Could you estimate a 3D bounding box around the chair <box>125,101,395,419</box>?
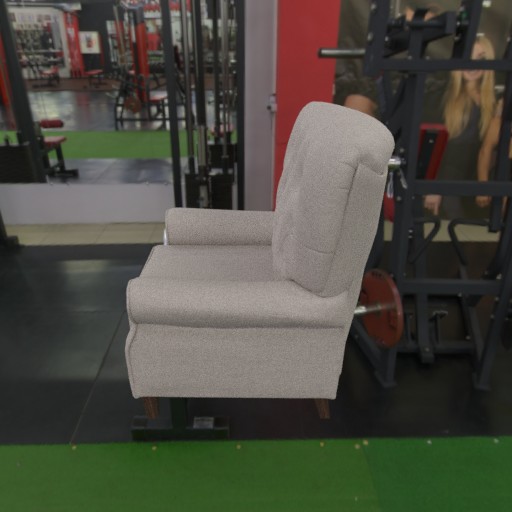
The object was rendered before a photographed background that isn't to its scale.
[{"bbox_3d":[0.000,0.000,1.921,1.025,1.209,0.942,0,27,1],"label":"chair"}]
